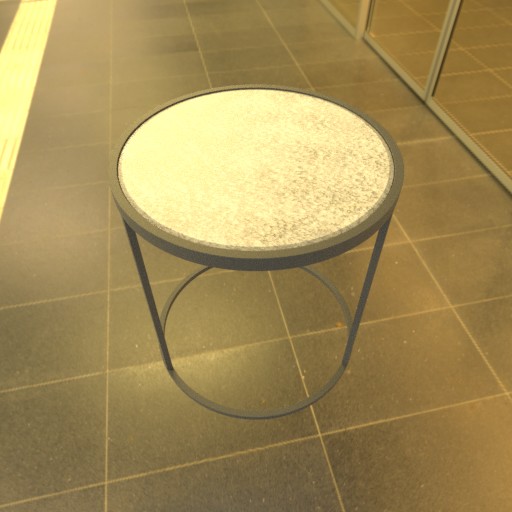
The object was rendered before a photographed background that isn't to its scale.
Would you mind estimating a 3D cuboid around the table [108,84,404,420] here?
[{"bbox_3d":[0.000,0.000,0.902,0.470,0.498,0.470,0,47,0],"label":"table"}]
